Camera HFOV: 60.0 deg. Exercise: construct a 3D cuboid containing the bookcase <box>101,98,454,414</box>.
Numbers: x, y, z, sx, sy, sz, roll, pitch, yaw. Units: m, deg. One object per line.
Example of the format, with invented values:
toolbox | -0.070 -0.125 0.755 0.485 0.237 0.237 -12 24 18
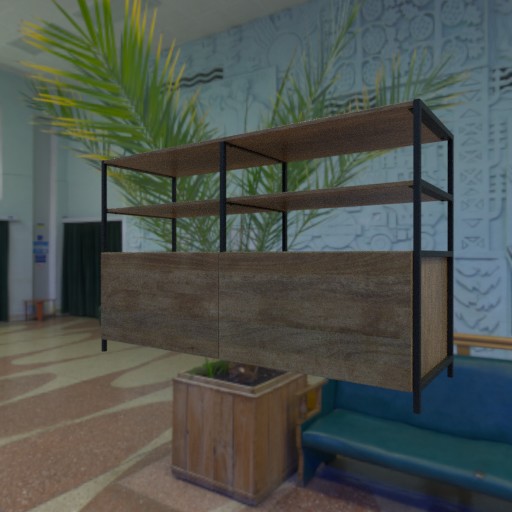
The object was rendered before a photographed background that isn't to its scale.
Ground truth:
bookcase | 0.000 0.000 1.473 1.149 0.712 0.391 0 0 35
